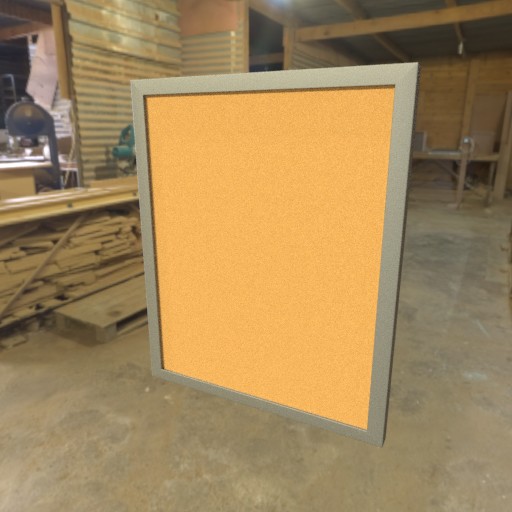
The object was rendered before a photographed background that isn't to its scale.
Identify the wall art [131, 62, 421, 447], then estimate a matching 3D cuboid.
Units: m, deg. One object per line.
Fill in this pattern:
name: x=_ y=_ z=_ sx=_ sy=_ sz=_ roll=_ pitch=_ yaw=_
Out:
wall art: x=0.000 y=0.000 z=0.728 sx=0.458 sy=0.558 sz=0.029 roll=8 pitch=18 yaw=26
